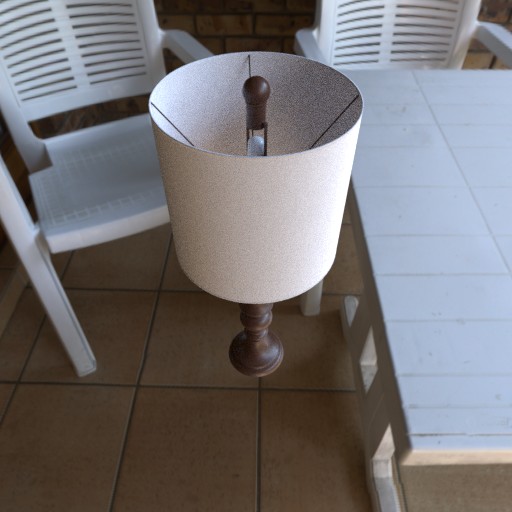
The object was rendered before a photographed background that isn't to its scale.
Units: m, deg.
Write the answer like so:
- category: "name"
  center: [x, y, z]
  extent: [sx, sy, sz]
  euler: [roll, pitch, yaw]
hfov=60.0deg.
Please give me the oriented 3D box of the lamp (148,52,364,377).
- category: "lamp"
  center: [0.000, 0.000, 0.723]
  extent: [0.250, 0.597, 0.250]
  euler: [-3, 47, -3]
